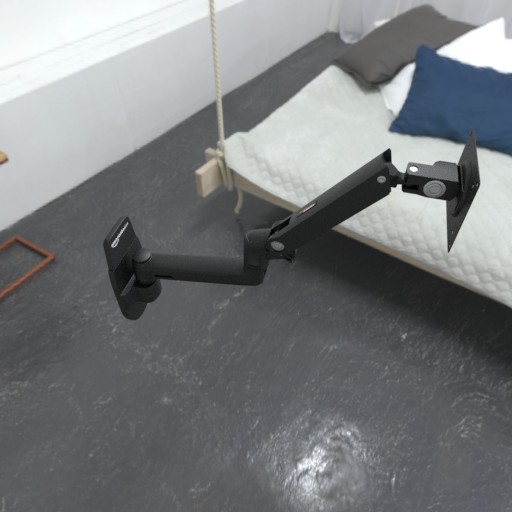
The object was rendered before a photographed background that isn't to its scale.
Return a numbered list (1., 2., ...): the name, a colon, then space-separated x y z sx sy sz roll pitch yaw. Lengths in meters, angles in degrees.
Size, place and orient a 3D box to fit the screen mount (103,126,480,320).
1. screen mount: 0.000 0.000 0.693 0.495 0.466 0.115 11 48 10
